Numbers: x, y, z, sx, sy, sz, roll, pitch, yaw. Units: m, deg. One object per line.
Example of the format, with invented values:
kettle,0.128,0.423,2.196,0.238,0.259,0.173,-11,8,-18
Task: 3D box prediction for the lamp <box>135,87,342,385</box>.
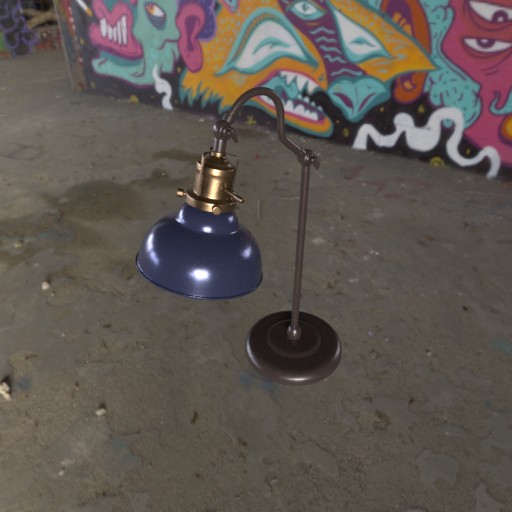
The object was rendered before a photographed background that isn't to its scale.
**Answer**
lamp,0.000,0.000,0.697,0.374,0.508,0.192,-22,39,-30
